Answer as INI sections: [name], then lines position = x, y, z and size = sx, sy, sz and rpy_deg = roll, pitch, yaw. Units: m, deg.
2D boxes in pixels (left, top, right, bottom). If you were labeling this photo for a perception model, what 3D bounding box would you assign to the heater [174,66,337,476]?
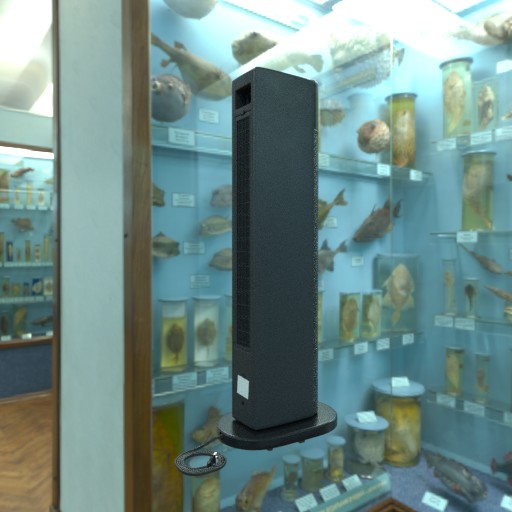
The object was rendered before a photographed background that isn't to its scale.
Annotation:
[heater]
position = 0.000, 0.000, 1.044
size = 0.458, 0.856, 0.214
rpy_deg = -1, 1, -35
